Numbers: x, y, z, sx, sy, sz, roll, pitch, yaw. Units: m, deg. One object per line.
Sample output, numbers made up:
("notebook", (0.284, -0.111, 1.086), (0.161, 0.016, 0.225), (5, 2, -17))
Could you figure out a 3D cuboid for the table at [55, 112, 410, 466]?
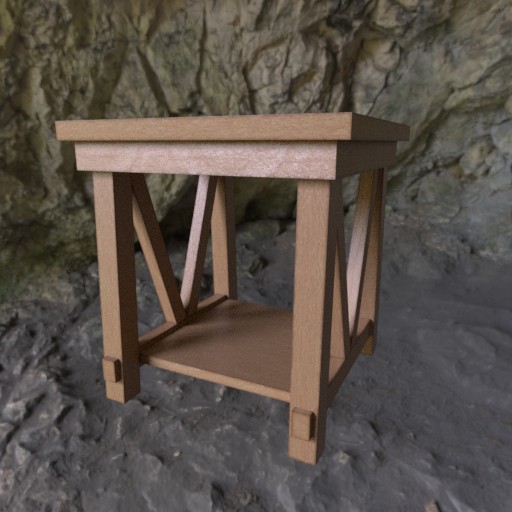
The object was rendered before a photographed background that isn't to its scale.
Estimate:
("table", (0.000, 0.000, 1.115), (0.610, 0.638, 0.612), (7, 16, 25))
